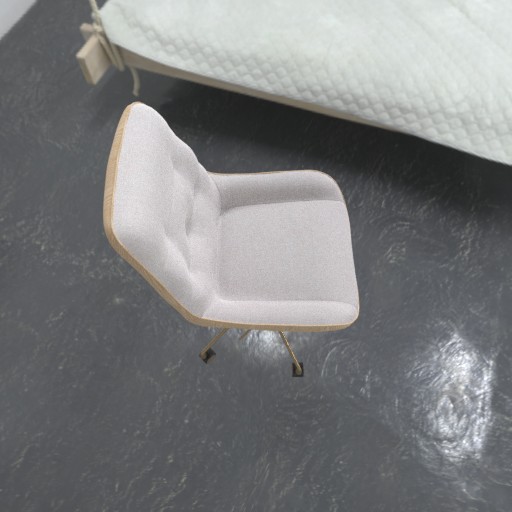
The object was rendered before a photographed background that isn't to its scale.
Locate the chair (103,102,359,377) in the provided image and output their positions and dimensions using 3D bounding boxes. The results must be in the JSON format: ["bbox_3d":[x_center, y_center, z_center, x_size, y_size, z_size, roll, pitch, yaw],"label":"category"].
[{"bbox_3d":[0.000,0.000,1.395,0.668,0.952,0.564,0,63,0],"label":"chair"}]
